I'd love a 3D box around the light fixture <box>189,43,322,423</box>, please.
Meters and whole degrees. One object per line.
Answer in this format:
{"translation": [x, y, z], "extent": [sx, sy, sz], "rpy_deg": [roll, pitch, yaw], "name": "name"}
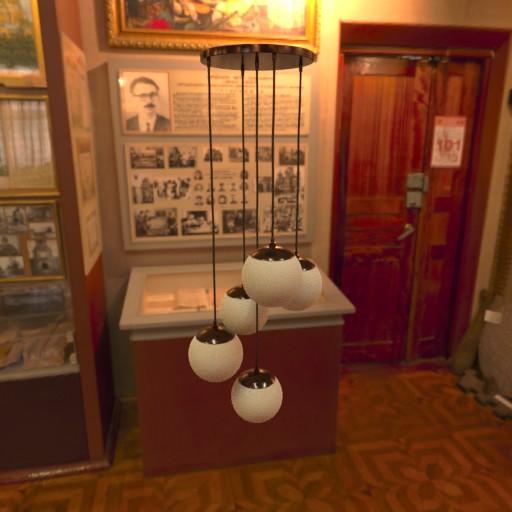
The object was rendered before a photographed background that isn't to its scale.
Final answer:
{"translation": [0.000, 0.000, 1.518], "extent": [0.484, 1.271, 0.489], "rpy_deg": [-2, 15, -8], "name": "light fixture"}
